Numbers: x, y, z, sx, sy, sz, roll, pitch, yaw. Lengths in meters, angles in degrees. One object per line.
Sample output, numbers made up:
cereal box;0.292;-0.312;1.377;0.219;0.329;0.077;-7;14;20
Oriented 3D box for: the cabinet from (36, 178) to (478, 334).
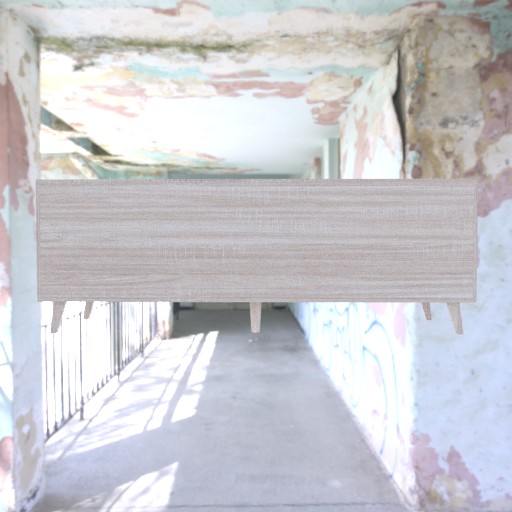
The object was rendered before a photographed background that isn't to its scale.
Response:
cabinet;0.000;0.000;2.465;2.200;0.780;0.500;0;2;1
